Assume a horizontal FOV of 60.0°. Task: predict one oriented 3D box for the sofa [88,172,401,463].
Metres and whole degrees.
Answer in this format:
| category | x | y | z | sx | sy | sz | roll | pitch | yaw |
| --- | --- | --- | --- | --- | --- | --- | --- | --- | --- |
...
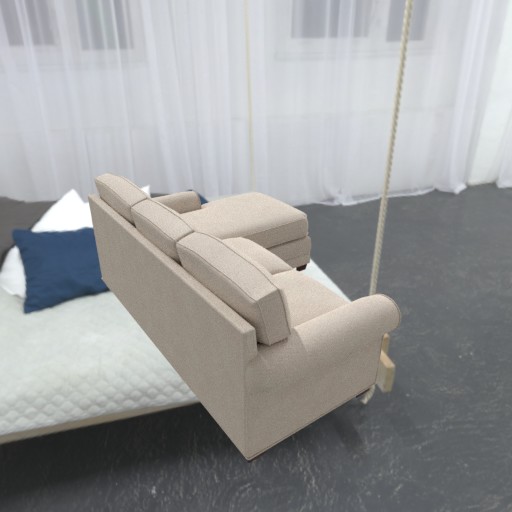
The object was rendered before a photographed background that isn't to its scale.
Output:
| category | x | y | z | sx | sy | sz | roll | pitch | yaw |
| --- | --- | --- | --- | --- | --- | --- | --- | --- | --- |
| sofa | 0.000 | 0.000 | 2.368 | 1.226 | 0.734 | 1.770 | -18 | 32 | -31 |
